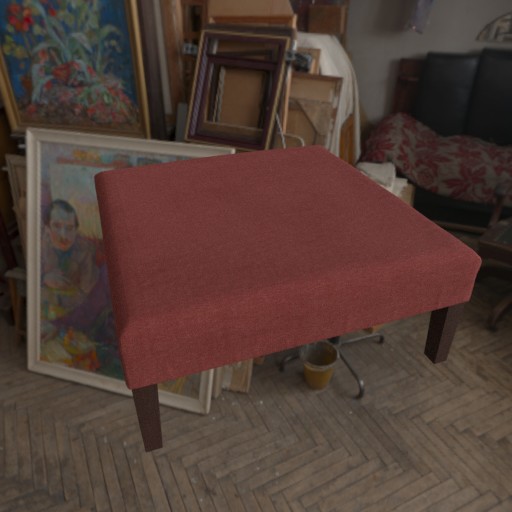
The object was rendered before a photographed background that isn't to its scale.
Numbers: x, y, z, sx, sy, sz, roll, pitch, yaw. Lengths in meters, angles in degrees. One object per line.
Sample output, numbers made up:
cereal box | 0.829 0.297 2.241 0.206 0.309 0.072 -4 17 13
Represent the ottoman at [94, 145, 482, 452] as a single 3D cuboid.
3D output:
ottoman | 0.000 0.000 1.410 0.890 0.411 0.889 -11 34 -17
